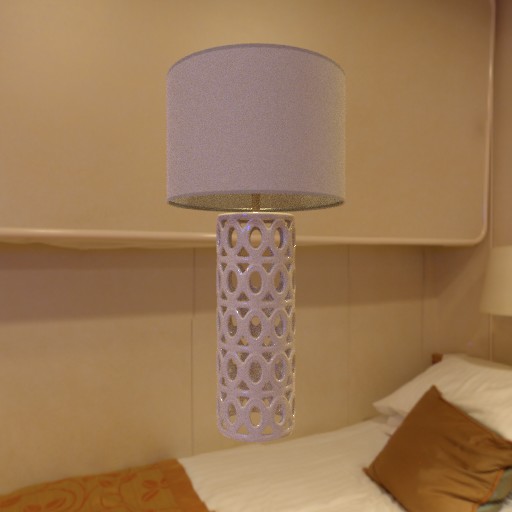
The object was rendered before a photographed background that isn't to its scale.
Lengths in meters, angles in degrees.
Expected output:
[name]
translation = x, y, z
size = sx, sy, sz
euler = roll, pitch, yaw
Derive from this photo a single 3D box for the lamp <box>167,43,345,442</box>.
[lamp]
translation = 0.000, 0.000, 0.825
size = 0.325, 0.636, 0.324
euler = 0, 1, 18
